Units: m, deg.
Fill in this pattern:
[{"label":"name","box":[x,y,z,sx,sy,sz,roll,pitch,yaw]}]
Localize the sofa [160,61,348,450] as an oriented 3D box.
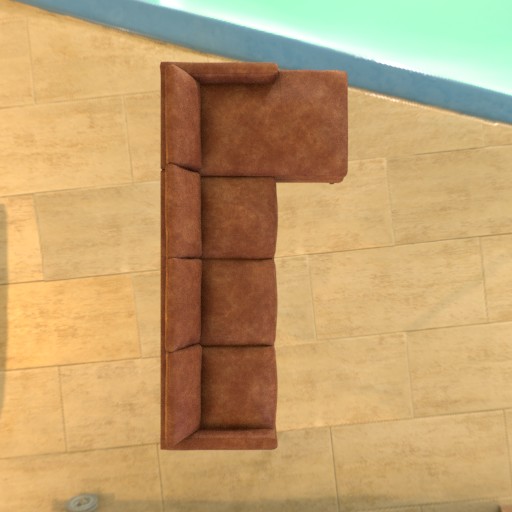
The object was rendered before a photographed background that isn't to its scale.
[{"label":"sofa","box":[0.000,0.000,3.598,1.471,0.859,2.993,0,90,0]}]
